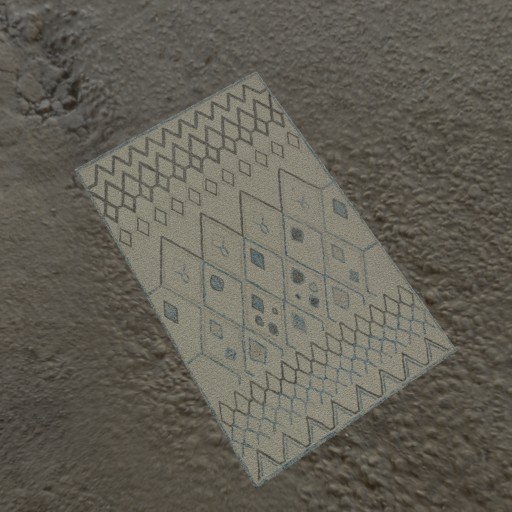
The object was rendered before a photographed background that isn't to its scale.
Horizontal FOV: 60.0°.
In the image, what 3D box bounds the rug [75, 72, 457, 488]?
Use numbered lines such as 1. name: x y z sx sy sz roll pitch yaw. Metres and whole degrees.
1. rug: 0.000 0.000 2.999 1.524 0.015 2.439 -31 78 -7
